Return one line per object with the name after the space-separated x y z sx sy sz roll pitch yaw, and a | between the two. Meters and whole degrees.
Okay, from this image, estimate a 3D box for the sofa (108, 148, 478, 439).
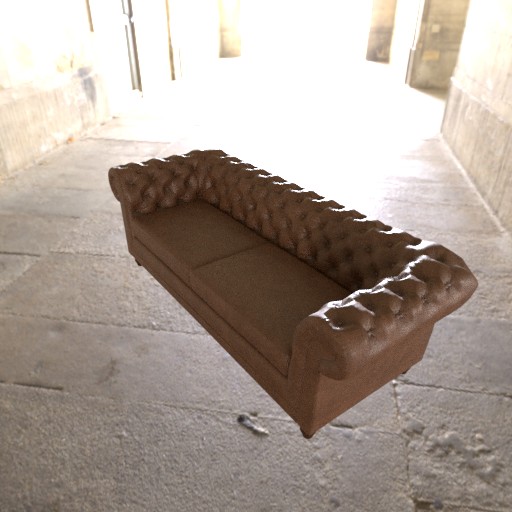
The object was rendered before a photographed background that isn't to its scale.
0.000 0.000 2.753 0.944 0.783 2.385 -20 36 -31 | sofa
